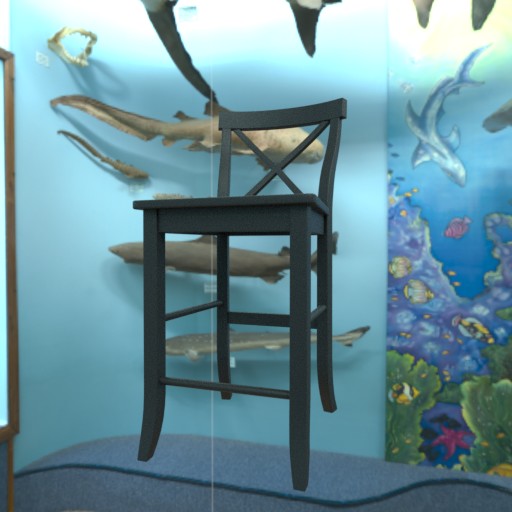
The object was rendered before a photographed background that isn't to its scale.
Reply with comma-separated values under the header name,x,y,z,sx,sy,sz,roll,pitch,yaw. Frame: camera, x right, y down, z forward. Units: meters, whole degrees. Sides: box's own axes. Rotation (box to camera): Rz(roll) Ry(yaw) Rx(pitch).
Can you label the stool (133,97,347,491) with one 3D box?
name,x,y,z,sx,sy,sz,roll,pitch,yaw
stool,0.000,0.000,1.264,0.452,0.989,0.559,0,1,19
